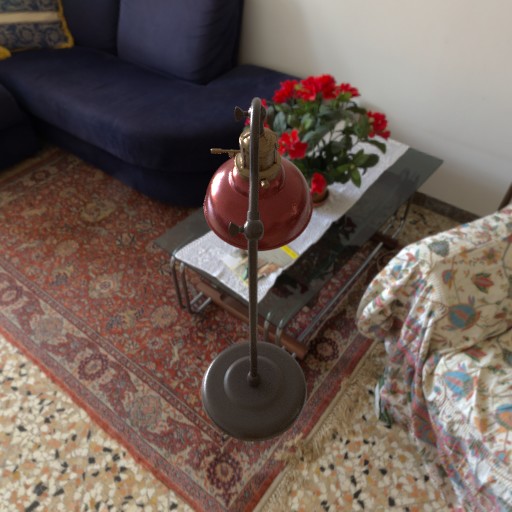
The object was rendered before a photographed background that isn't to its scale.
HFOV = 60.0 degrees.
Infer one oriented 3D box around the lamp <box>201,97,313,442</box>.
[{"bbox_3d":[0.000,0.000,0.690,0.192,0.508,0.374,2,46,2],"label":"lamp"}]
